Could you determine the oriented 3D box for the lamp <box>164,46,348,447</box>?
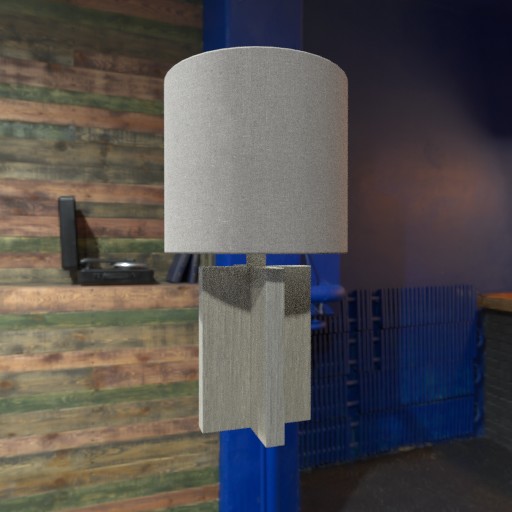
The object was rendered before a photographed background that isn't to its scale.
[{"bbox_3d":[0.000,0.000,0.565,0.229,0.428,0.229,0,1,-18],"label":"lamp"}]
